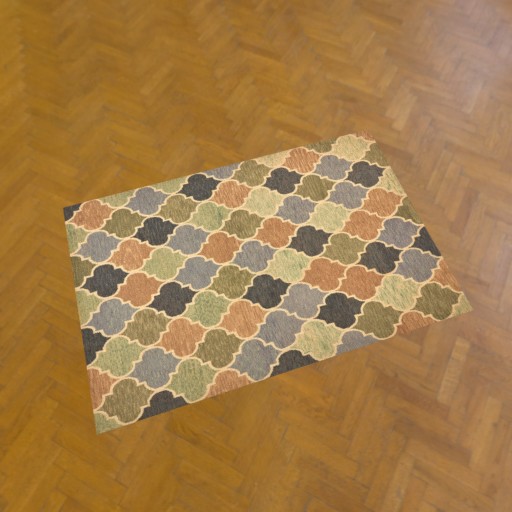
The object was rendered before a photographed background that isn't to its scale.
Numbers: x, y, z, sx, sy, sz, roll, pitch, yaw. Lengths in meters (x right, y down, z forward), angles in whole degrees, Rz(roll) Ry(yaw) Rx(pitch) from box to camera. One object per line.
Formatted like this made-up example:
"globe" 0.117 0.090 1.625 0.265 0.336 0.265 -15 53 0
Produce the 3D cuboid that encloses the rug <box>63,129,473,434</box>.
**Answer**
"rug" 0.000 0.000 2.293 1.828 0.006 1.216 -16 64 -8
